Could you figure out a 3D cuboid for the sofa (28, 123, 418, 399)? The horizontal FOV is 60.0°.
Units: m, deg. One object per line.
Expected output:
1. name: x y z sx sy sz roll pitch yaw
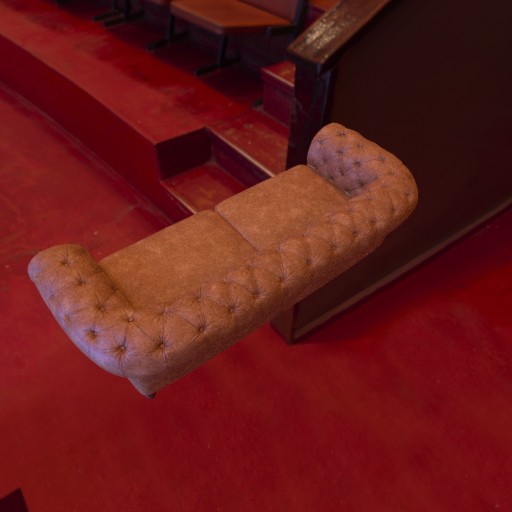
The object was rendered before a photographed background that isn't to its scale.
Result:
1. sofa: 0.000 0.000 2.793 2.365 0.760 0.989 -30 53 -26
